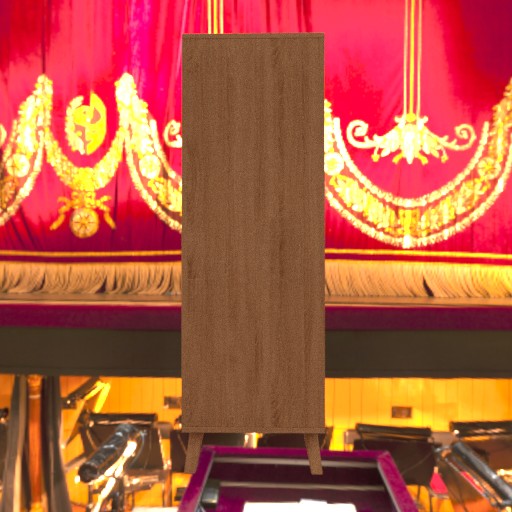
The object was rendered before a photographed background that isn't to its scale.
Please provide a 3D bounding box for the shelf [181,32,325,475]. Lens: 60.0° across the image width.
[{"bbox_3d":[0.000,0.000,1.882,0.450,1.390,1.000,0,0,1],"label":"shelf"}]
